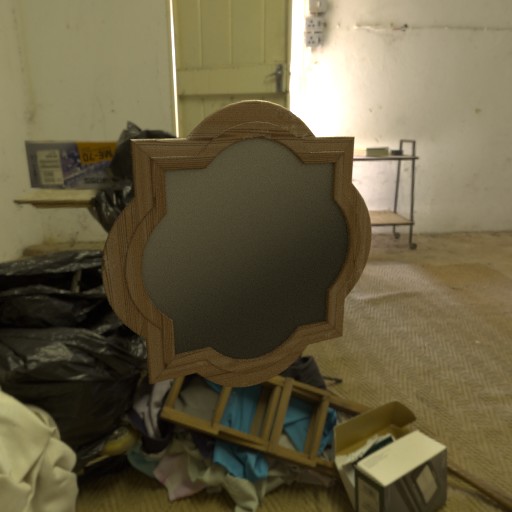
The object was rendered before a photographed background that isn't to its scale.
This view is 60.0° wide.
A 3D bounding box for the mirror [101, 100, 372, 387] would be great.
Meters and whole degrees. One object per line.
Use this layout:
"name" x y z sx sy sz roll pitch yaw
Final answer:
"mirror" 0.000 0.000 1.059 0.686 0.686 0.019 -8 18 -25
